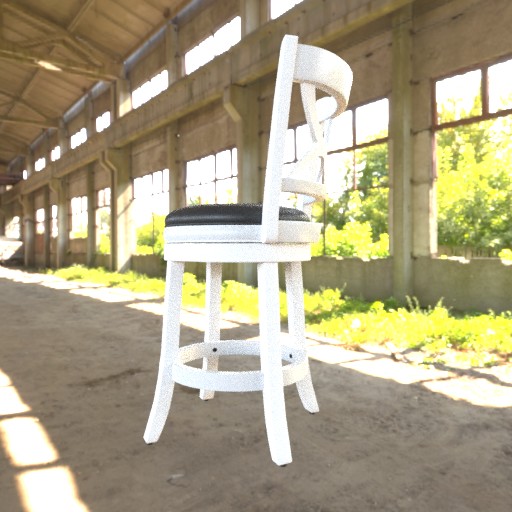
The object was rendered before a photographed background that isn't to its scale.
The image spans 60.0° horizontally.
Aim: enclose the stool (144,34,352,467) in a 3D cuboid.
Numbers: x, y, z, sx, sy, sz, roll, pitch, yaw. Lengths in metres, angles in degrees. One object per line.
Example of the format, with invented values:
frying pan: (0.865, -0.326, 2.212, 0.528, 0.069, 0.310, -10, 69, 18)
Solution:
stool: (0.000, 0.000, 1.206, 0.508, 0.953, 0.444, 0, 1, 19)
